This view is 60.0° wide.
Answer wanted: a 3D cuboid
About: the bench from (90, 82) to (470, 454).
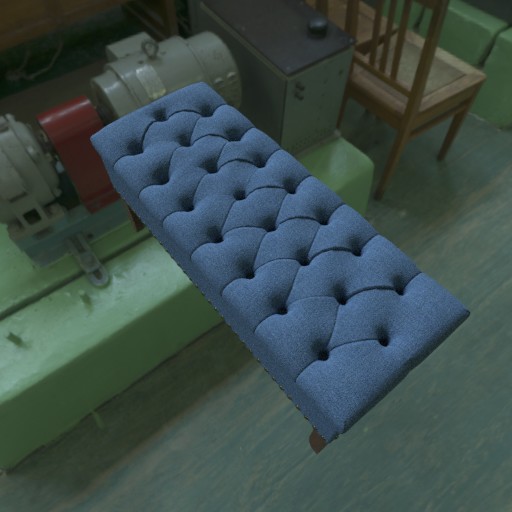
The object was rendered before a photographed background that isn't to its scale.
[{"bbox_3d":[0.000,0.000,1.320,0.417,0.492,1.052,-34,64,-19],"label":"bench"}]
